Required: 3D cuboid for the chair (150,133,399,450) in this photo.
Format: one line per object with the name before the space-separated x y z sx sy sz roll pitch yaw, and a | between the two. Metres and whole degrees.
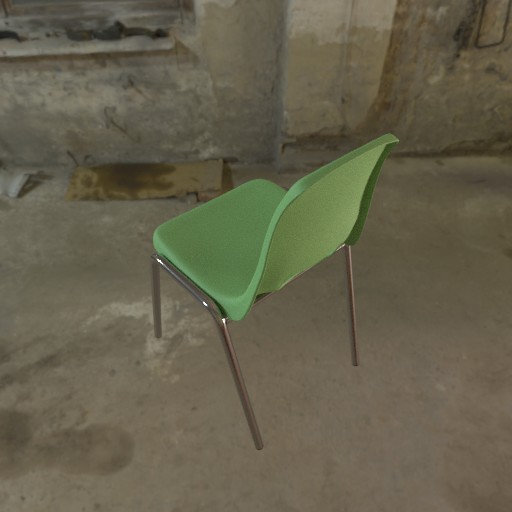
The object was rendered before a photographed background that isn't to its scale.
chair | 0.000 0.000 0.963 0.381 0.704 0.436 -31 52 -28
